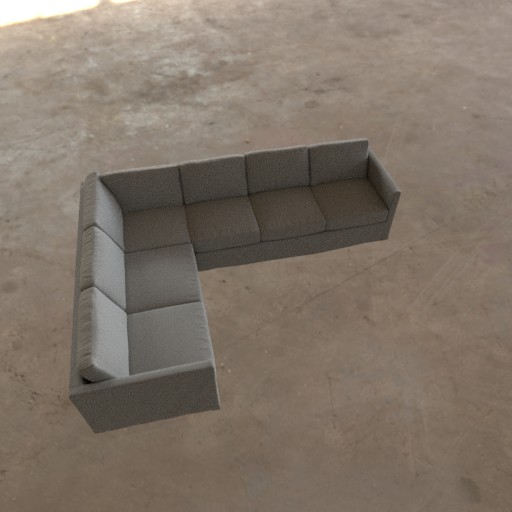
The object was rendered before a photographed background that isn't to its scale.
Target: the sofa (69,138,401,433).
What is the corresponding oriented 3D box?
[{"bbox_3d":[0.000,0.000,4.220,3.182,0.871,2.432,-10,48,-9],"label":"sofa"}]
